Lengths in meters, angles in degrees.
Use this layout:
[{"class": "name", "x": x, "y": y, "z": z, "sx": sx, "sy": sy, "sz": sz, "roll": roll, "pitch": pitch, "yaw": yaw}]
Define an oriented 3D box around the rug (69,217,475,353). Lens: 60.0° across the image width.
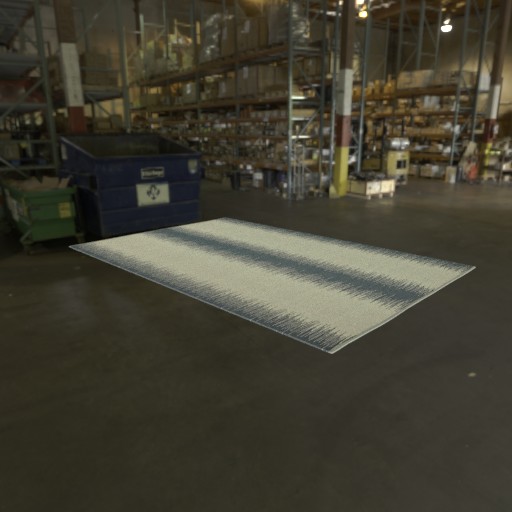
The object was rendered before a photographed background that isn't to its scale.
[{"class": "rug", "x": 0.000, "y": 0.000, "z": 2.388, "sx": 1.854, "sy": 0.006, "sz": 1.234, "roll": 15, "pitch": 22, "yaw": 42}]
